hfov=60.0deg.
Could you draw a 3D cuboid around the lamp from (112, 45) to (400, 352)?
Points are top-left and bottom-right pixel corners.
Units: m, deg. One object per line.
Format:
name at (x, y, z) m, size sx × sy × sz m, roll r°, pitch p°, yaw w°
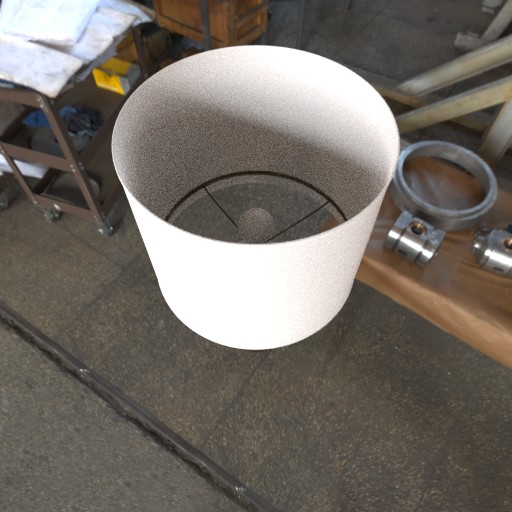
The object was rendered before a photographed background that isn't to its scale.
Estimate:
lamp at (0.000, 0.000, 0.516) m, size 0.229 × 0.380 × 0.229 m, roll 0°, pitch 57°, yaw 0°
